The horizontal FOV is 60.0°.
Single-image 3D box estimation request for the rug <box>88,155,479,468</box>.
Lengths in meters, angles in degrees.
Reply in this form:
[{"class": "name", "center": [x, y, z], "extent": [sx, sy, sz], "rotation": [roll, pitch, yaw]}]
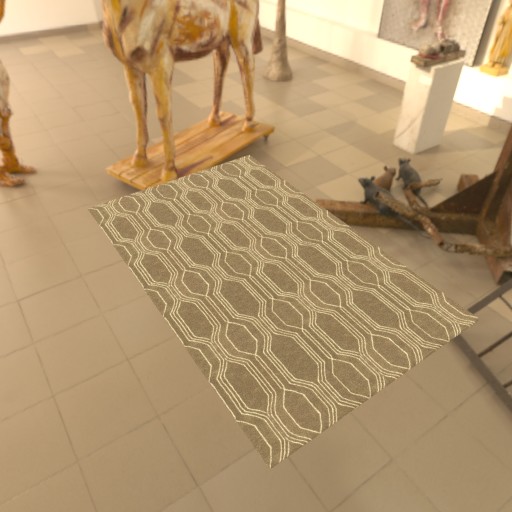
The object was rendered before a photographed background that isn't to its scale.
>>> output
[{"class": "rug", "center": [0.000, 0.000, 3.071], "extent": [1.541, 0.012, 2.457], "rotation": [-24, 47, -25]}]
